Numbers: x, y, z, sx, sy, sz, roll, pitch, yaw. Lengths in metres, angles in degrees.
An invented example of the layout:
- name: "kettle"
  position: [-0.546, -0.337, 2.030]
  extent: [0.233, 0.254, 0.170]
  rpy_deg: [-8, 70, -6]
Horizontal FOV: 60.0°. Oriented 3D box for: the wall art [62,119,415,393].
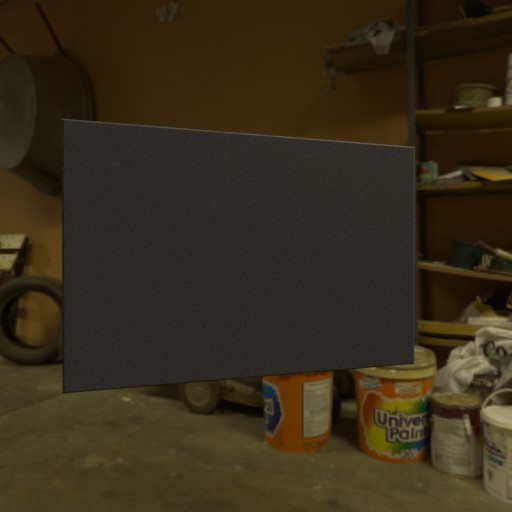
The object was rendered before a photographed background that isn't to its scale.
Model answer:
- name: "wall art"
  position: [0.000, 0.000, 0.761]
  extent: [0.610, 0.406, 0.037]
  rpy_deg: [0, 0, -17]
